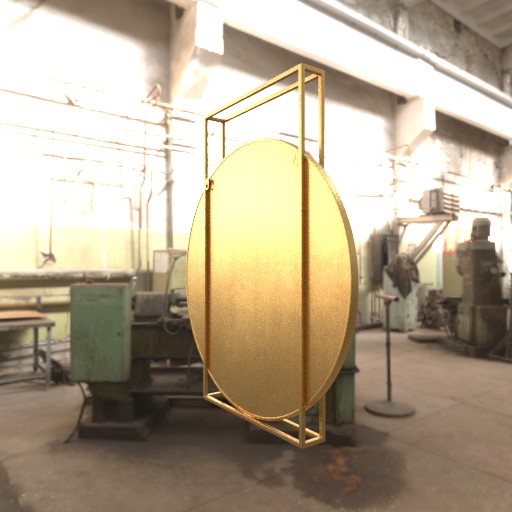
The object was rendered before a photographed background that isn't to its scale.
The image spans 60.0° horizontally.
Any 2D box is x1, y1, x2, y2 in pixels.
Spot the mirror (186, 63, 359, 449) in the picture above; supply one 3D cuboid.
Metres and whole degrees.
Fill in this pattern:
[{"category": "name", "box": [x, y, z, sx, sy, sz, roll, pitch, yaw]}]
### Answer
[{"category": "mirror", "box": [0.000, 0.000, 0.834, 0.051, 0.603, 0.508, 1, -1, -36]}]
